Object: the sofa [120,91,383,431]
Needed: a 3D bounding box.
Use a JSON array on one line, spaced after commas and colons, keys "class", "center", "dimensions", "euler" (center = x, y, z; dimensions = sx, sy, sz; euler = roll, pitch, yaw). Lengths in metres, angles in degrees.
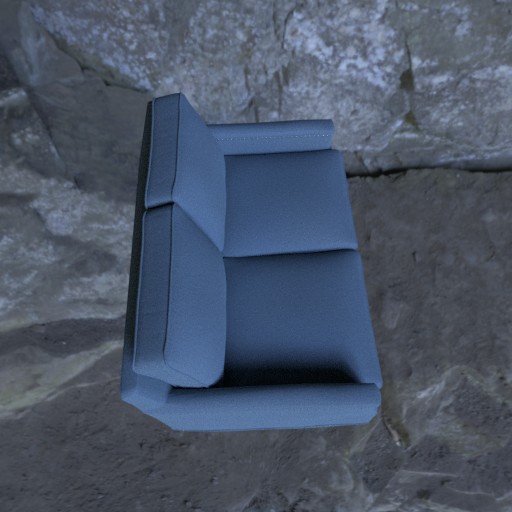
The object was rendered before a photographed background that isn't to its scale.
[{"class": "sofa", "center": [0.000, 0.000, 2.271], "dimensions": [1.084, 1.003, 1.597], "euler": [-2, 62, -1]}]
